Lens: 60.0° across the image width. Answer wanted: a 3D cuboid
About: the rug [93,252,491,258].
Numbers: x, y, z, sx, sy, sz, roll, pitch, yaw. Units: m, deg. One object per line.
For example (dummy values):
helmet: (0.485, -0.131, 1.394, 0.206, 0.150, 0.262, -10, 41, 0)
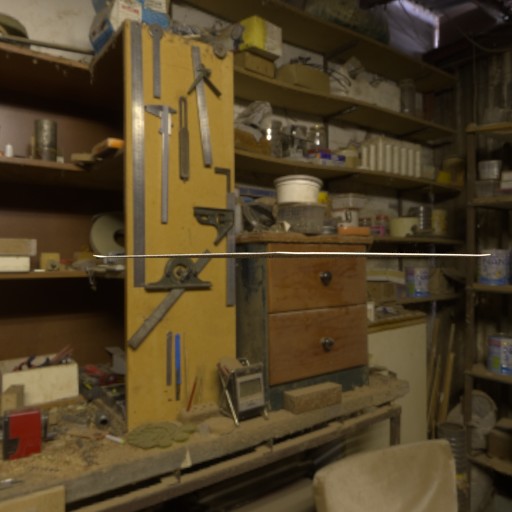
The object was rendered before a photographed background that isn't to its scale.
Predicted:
rug: (0.000, 0.000, 3.034, 1.518, 0.023, 2.434, 0, -1, -35)
